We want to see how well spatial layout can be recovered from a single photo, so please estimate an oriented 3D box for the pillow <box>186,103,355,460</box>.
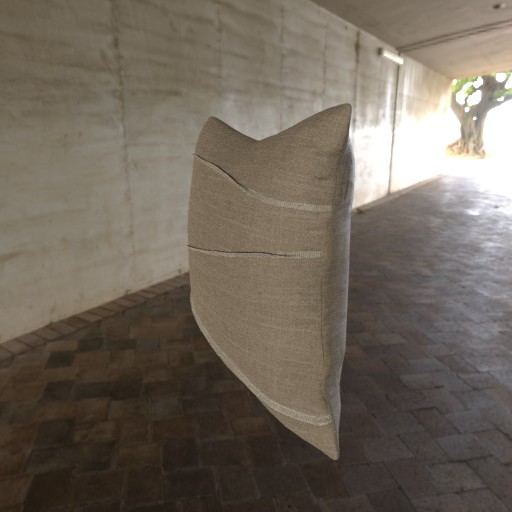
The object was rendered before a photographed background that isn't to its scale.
[{"bbox_3d":[0.000,0.000,0.645,0.169,0.400,0.424,-7,17,-24],"label":"pillow"}]
